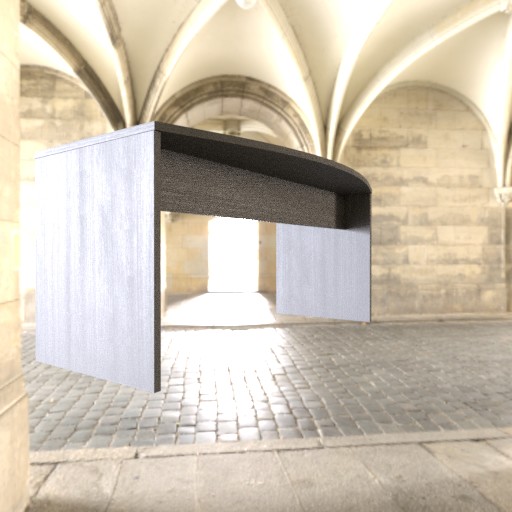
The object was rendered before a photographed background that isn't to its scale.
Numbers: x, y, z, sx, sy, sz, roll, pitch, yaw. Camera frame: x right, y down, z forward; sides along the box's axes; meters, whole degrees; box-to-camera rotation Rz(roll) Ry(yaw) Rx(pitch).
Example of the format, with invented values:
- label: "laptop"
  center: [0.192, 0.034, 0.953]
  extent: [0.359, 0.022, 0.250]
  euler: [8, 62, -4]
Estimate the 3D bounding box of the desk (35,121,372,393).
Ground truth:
- label: "desk"
  center: [0.000, 0.000, 2.004]
  extent: [0.802, 0.750, 1.600]
  euler: [0, 0, 36]
